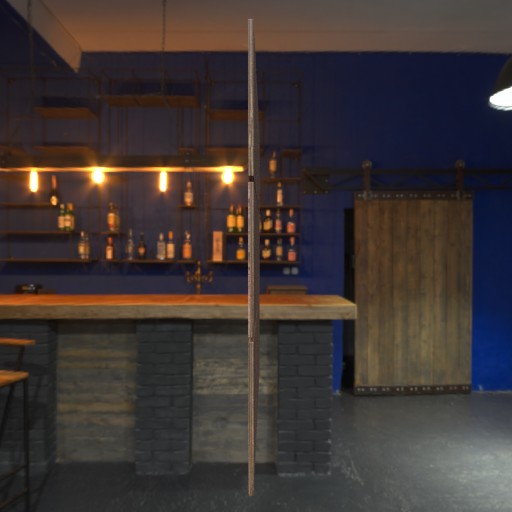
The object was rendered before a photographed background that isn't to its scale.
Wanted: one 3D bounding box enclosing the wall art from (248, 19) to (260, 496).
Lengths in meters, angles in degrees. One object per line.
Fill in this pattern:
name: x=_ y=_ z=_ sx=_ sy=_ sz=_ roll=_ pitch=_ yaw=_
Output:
wall art: x=0.000 y=0.000 z=1.733 sx=0.013 sy=1.213 sz=1.215 roll=0 pitch=1 yaw=1
